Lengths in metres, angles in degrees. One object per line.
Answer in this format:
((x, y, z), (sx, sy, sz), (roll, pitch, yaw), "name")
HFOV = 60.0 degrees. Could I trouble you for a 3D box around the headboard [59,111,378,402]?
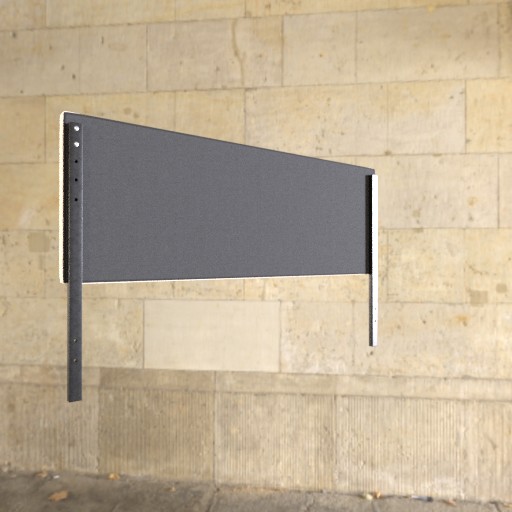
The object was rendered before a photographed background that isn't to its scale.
((0.000, 0.000, 2.855), (2.362, 1.410, 0.120), (0, 0, -37), "headboard")
